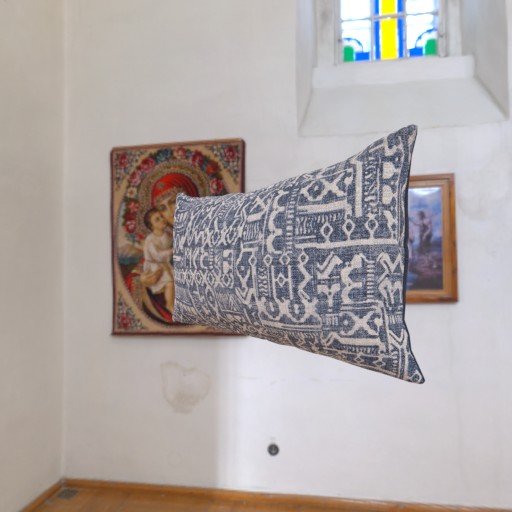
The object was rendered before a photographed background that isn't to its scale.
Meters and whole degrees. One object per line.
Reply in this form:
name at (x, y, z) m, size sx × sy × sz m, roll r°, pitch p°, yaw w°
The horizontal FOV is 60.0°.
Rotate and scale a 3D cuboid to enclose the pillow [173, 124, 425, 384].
pillow at (0.000, 0.000, 0.746) m, size 0.148 × 0.292 × 0.631 m, roll 1°, pitch -1°, yaw -36°
